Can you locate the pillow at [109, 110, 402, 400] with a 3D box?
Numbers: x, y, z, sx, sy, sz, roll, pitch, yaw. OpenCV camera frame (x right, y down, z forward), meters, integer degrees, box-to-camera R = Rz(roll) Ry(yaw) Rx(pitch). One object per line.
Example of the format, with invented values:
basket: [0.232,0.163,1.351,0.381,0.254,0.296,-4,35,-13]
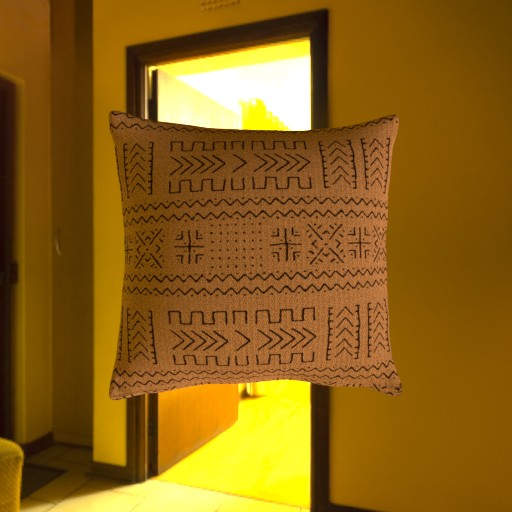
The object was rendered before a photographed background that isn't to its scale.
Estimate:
pillow: [0.000,0.000,0.661,0.438,0.430,0.164,0,0,-1]
